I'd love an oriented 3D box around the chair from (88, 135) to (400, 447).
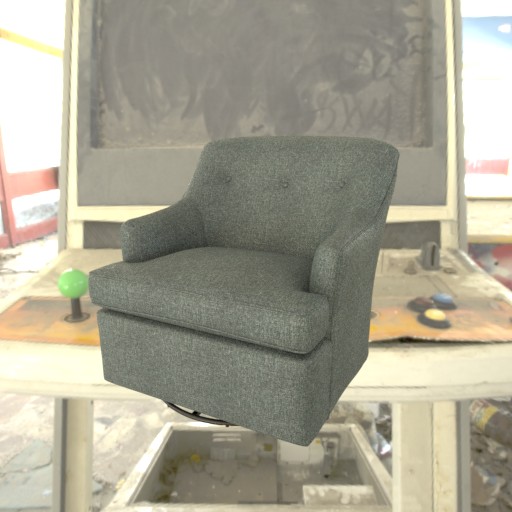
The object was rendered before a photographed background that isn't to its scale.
[{"bbox_3d":[0.000,0.000,1.635,0.864,0.856,0.923,8,17,26],"label":"chair"}]
